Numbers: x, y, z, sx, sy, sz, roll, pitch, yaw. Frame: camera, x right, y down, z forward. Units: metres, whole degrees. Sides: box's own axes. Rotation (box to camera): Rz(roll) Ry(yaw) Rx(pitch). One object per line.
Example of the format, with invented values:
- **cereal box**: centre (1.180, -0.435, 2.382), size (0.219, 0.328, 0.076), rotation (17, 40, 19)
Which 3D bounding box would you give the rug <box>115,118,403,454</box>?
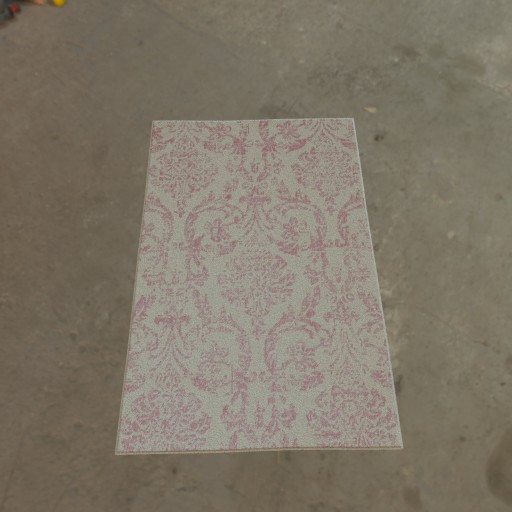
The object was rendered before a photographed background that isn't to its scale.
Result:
- **rug**: centre (0.000, 0.000, 2.274), size (1.219, 0.012, 1.839), rotation (-1, 64, 0)
